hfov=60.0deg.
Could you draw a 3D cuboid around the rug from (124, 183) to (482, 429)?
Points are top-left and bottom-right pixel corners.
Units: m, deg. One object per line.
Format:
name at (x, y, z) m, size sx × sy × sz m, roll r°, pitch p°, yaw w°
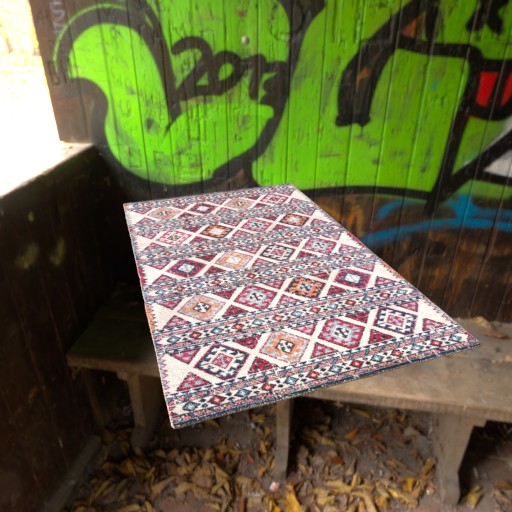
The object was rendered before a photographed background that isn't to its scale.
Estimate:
rug at (0.000, 0.000, 2.973) m, size 1.545 × 0.010 × 2.440 m, roll -10°, pitch 31°, yaw -17°
